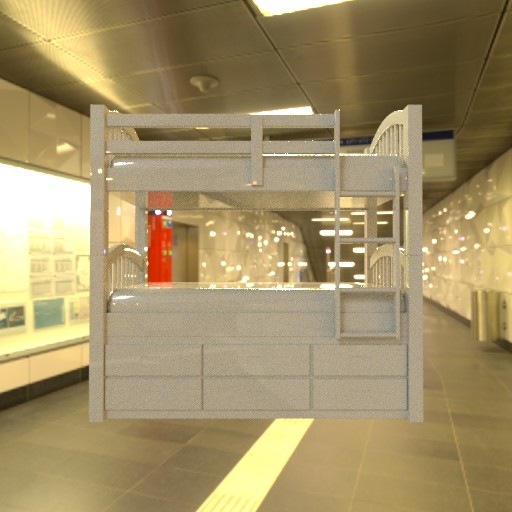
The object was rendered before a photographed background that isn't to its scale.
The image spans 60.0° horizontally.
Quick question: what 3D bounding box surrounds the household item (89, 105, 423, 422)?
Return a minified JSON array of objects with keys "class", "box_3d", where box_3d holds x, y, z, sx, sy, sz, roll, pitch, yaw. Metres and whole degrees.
[{"class":"household item","box_3d":[0.000,0.000,3.234,2.032,2.032,1.143,0,-1,0]}]
